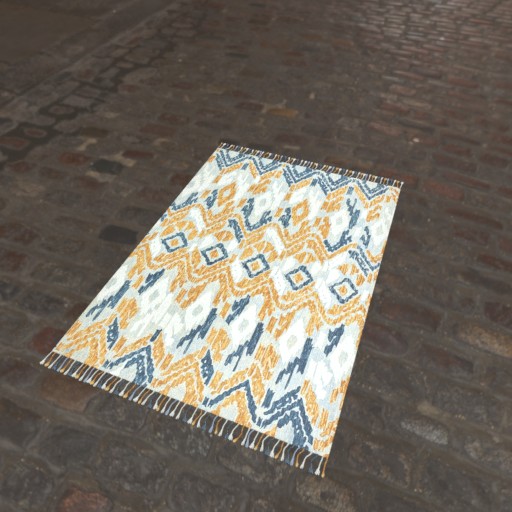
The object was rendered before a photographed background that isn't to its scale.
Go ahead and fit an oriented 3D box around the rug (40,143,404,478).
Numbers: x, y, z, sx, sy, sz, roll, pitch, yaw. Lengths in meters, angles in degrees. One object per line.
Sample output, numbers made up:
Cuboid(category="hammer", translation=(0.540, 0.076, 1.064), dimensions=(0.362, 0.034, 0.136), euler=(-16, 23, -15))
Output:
Cuboid(category="rug", translation=(0.000, 0.000, 2.280), dimensions=(1.230, 0.008, 1.827), euler=(16, 48, 15))
